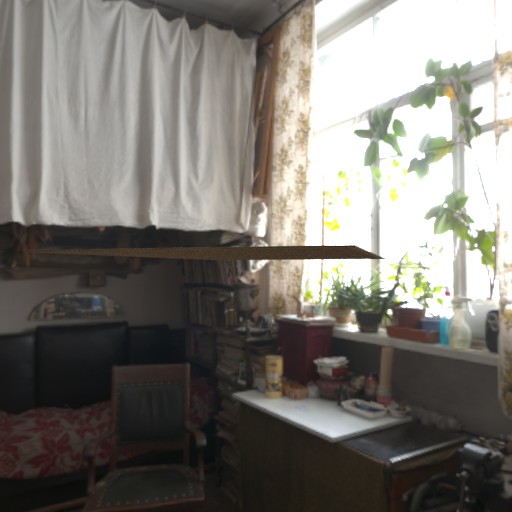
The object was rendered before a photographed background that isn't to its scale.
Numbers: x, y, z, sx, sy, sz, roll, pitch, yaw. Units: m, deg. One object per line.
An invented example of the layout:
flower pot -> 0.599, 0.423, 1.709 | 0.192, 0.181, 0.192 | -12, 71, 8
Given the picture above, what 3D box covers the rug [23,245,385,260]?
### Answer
rug -> 0.000, 0.000, 2.325 | 1.221, 0.006, 1.827 | -1, -2, 19
